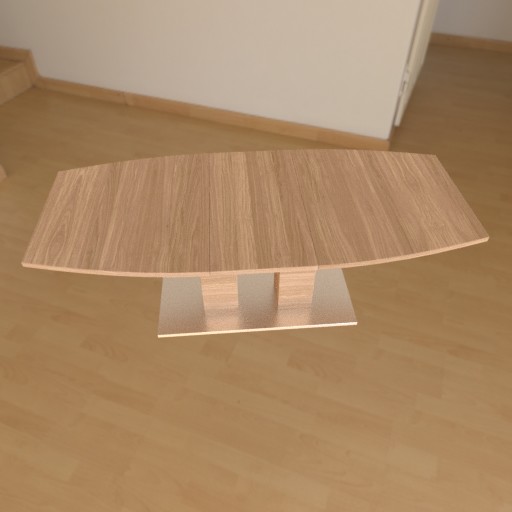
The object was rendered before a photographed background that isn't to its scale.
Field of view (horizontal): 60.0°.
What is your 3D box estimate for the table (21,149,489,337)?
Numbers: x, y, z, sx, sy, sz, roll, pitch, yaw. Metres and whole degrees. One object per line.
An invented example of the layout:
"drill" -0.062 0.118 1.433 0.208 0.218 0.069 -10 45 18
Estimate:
"table" 0.000 0.000 2.416 2.032 0.750 0.900 -3 45 -3
